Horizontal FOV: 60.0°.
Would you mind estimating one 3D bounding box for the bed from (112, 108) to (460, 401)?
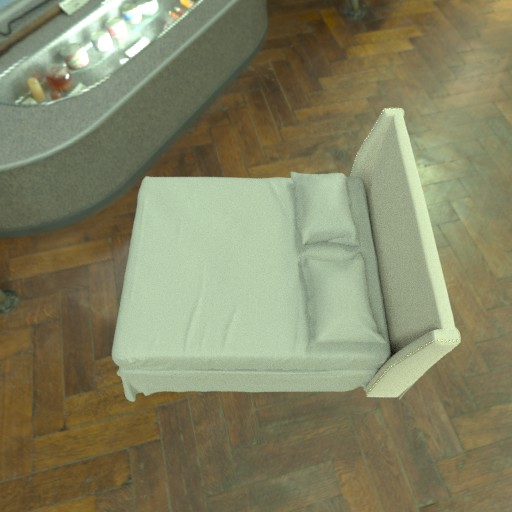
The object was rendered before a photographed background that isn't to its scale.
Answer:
[{"bbox_3d":[0.000,0.000,3.466,2.276,1.332,1.925,0,59,0],"label":"bed"}]
